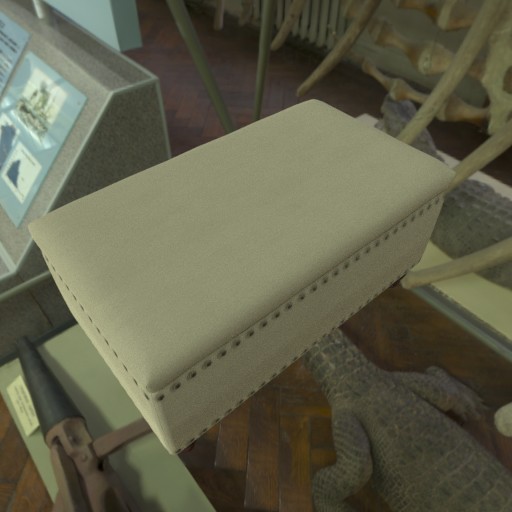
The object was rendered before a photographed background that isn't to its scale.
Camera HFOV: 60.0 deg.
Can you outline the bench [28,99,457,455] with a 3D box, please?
[{"bbox_3d":[0.000,0.000,1.165,0.887,0.449,0.500,-31,54,-27],"label":"bench"}]
